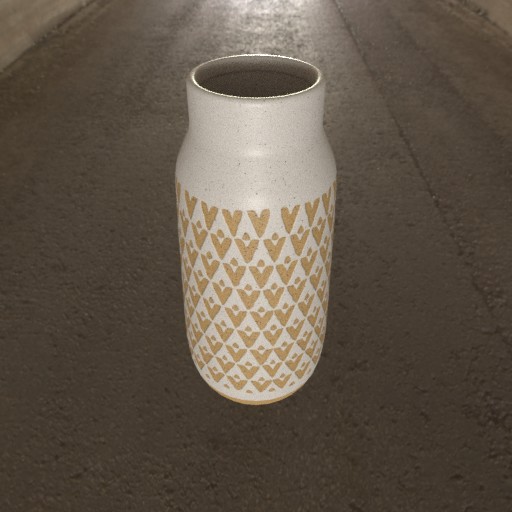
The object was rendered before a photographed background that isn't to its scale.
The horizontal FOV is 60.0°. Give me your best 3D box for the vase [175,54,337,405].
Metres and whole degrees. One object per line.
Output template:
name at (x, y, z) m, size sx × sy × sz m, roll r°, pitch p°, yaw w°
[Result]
vase at (0.000, 0.000, 0.385) m, size 0.137 × 0.307 × 0.137 m, roll 0°, pitch 40°, yaw 0°
